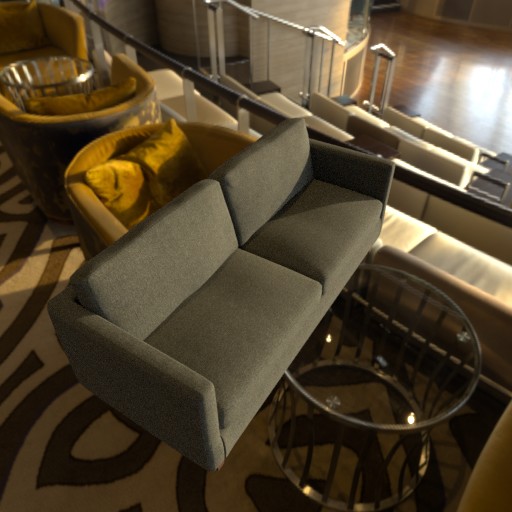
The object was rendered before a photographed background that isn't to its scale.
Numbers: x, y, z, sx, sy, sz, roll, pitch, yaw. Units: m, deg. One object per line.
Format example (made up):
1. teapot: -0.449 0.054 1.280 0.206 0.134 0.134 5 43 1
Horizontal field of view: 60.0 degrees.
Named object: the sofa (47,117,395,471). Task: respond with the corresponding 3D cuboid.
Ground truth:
1. sofa: 0.000 0.000 2.720 0.948 0.965 2.208 22 45 24
